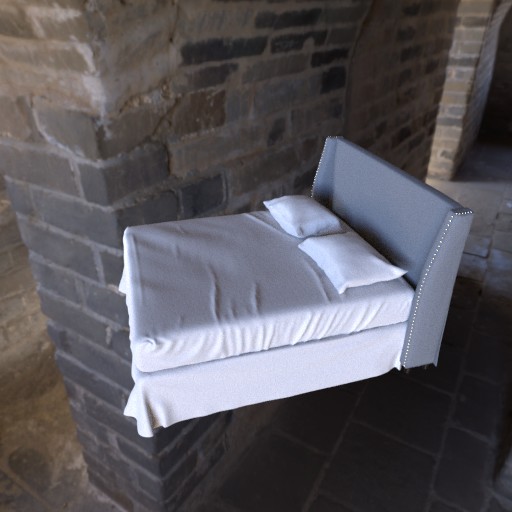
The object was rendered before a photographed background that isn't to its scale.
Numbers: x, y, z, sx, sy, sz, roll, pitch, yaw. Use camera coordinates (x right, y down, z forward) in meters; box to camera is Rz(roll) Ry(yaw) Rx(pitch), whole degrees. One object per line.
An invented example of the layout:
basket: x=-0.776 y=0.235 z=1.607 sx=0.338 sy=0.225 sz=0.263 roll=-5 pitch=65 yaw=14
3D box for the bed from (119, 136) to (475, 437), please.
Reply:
bed: x=0.000 y=0.000 z=3.544 sx=2.276 sy=1.332 sz=1.925 roll=-8 pitch=31 yaw=-14
